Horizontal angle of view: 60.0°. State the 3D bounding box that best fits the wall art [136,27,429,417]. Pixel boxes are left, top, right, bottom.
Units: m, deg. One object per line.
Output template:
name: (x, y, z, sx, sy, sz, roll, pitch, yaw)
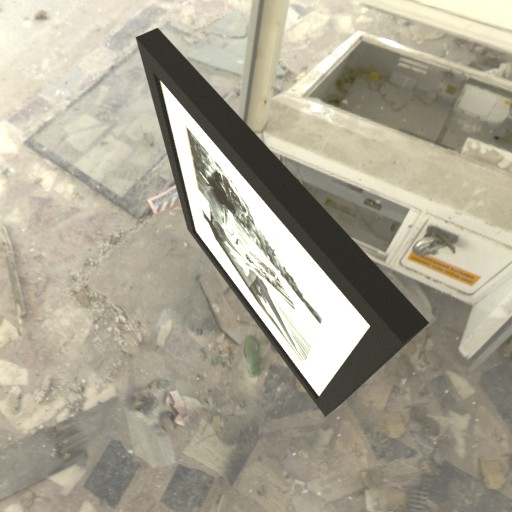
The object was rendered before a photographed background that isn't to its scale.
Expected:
wall art: (0.000, 0.000, 0.658, 0.030, 0.458, 0.462, -32, 67, -15)
